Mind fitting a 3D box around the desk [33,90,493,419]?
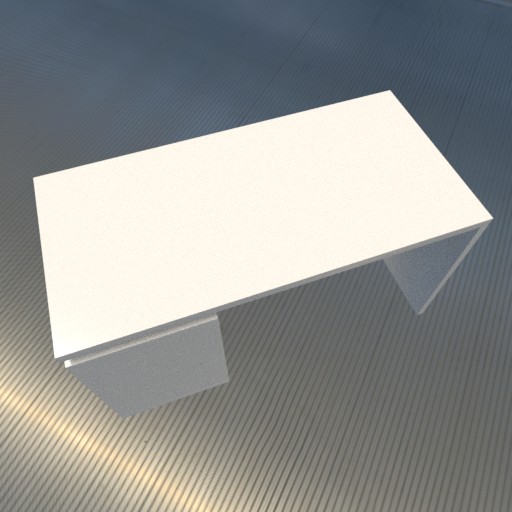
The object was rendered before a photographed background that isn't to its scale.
[{"bbox_3d":[0.000,0.000,1.807,1.400,0.740,0.690,-17,59,-10],"label":"desk"}]
